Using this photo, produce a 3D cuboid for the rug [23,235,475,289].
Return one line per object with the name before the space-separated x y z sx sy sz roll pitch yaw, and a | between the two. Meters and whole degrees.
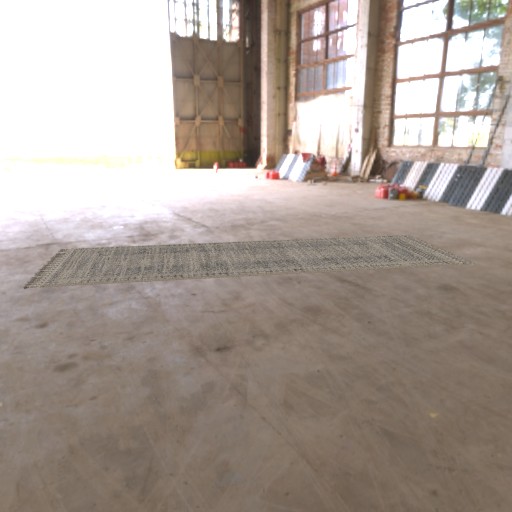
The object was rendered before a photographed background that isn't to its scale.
rug | 0.000 0.000 2.738 2.480 0.013 0.786 -3 15 -10
